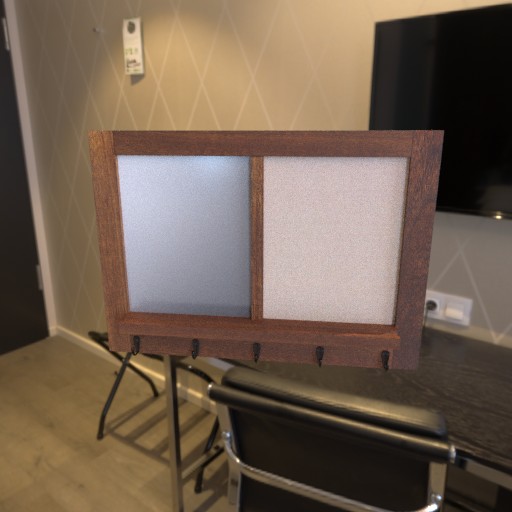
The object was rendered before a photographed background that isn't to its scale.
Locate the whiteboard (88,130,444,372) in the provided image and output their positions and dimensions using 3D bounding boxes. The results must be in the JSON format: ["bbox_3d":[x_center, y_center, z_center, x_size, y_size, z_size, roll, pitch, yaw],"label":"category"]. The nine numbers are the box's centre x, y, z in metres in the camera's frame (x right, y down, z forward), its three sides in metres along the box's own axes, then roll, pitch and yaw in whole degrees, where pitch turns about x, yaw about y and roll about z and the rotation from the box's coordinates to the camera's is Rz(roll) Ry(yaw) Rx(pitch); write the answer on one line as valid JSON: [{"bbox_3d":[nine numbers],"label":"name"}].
[{"bbox_3d":[0.000,0.000,1.026,0.783,0.559,0.083,2,16,7],"label":"whiteboard"}]
